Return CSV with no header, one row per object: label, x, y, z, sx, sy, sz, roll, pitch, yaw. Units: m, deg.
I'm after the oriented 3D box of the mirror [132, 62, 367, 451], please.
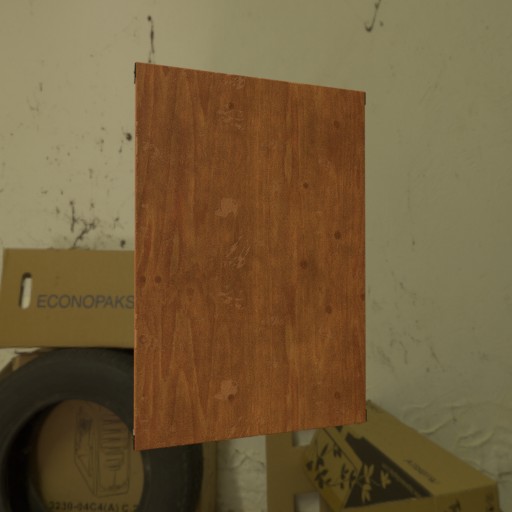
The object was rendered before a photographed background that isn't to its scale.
mirror,0.000,0.000,0.967,0.517,0.761,0.053,0,-1,-17
